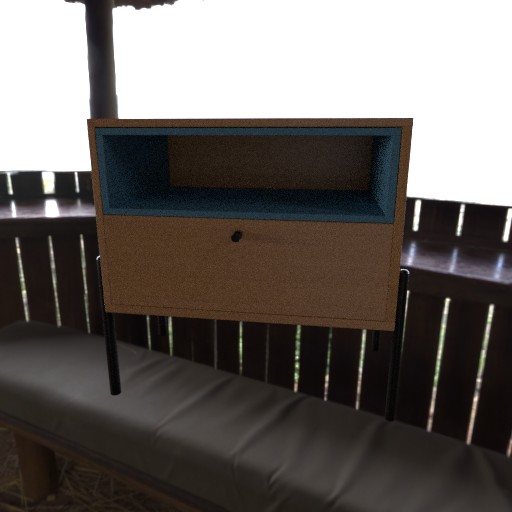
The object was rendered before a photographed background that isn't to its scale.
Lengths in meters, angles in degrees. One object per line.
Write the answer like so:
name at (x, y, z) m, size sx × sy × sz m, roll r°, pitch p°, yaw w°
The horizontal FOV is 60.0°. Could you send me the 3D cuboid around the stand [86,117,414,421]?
stand at (0.000, 0.000, 1.023) m, size 0.630 × 0.600 × 0.400 m, roll 3°, pitch 16°, yaw 9°
